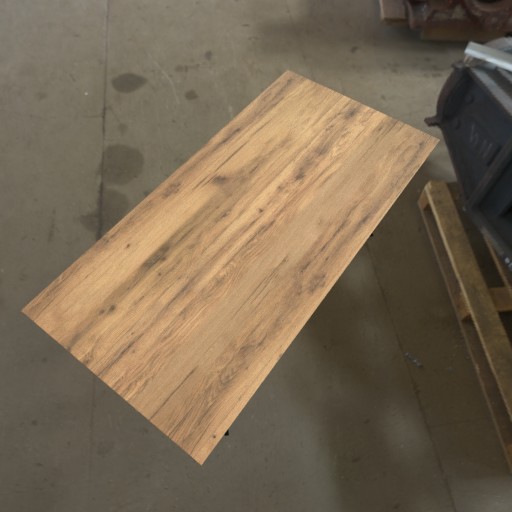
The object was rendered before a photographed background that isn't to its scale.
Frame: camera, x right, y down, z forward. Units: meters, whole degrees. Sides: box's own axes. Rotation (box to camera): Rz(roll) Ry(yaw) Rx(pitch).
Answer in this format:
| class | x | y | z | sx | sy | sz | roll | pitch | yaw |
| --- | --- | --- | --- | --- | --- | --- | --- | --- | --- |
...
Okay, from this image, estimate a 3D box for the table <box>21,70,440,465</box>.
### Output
| class | x | y | z | sx | sy | sz | roll | pitch | yaw |
| --- | --- | --- | --- | --- | --- | --- | --- | --- | --- |
| table | 0.000 | 0.000 | 2.471 | 1.000 | 0.770 | 2.000 | 32 | 64 | 18 |
